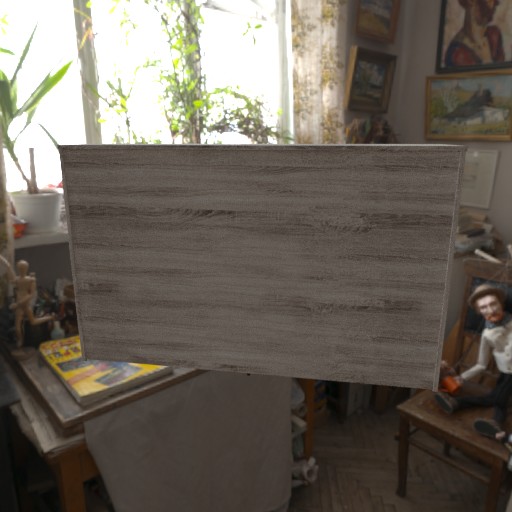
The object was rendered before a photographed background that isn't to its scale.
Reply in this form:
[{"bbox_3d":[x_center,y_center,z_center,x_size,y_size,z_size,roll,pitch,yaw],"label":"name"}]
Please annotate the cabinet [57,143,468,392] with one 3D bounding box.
[{"bbox_3d":[0.000,0.000,1.844,1.450,0.900,0.380,3,15,9],"label":"cabinet"}]
